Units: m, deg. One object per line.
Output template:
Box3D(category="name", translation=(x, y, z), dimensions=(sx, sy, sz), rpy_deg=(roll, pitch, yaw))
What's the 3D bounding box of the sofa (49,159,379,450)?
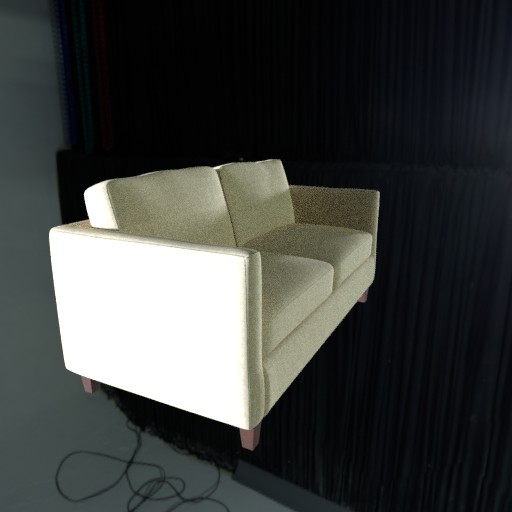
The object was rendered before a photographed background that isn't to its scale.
Box3D(category="sofa", translation=(0.000, 0.000, 2.425), dimensions=(0.950, 0.963, 1.884), rpy_deg=(8, 17, 26))
